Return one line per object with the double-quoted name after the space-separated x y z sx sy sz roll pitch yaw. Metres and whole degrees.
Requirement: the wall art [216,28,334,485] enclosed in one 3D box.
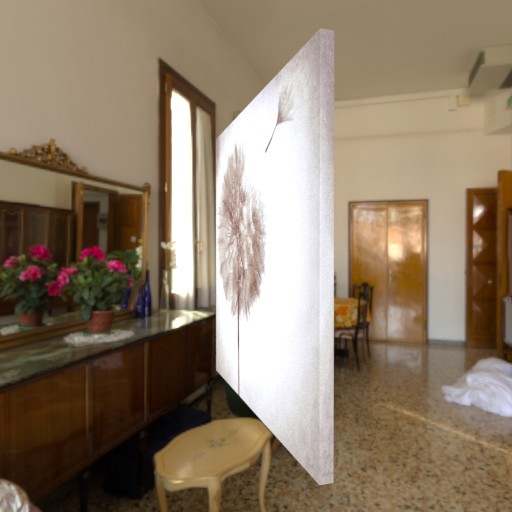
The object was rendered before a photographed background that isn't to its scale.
0.000 0.000 1.105 0.027 0.762 0.762 0 1 -18 "wall art"
